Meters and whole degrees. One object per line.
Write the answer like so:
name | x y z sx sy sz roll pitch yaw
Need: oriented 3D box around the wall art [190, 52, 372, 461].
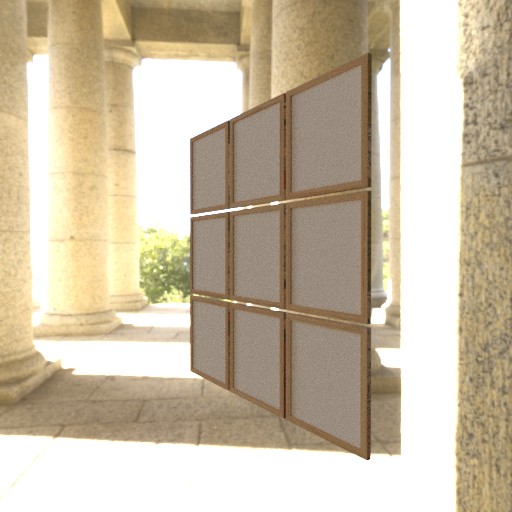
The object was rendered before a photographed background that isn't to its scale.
wall art | 0.000 0.000 1.368 0.013 0.913 0.904 0 1 -34
